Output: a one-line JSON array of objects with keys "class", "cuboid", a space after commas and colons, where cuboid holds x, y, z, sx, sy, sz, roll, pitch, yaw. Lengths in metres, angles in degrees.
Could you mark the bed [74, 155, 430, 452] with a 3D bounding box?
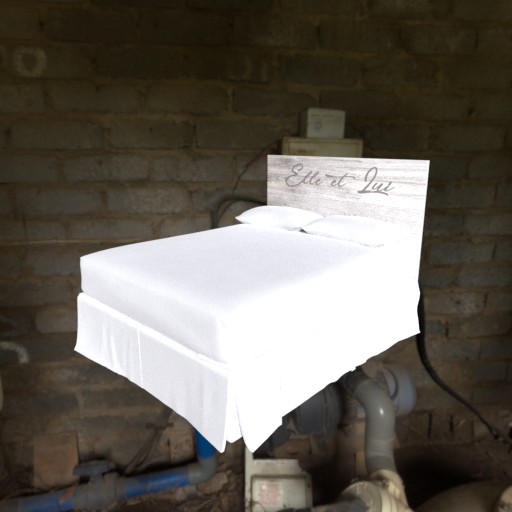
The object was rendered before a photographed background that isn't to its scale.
[{"class": "bed", "cuboid": [0.000, 0.000, 3.215, 1.745, 1.335, 2.094, 14, 20, 42]}]
